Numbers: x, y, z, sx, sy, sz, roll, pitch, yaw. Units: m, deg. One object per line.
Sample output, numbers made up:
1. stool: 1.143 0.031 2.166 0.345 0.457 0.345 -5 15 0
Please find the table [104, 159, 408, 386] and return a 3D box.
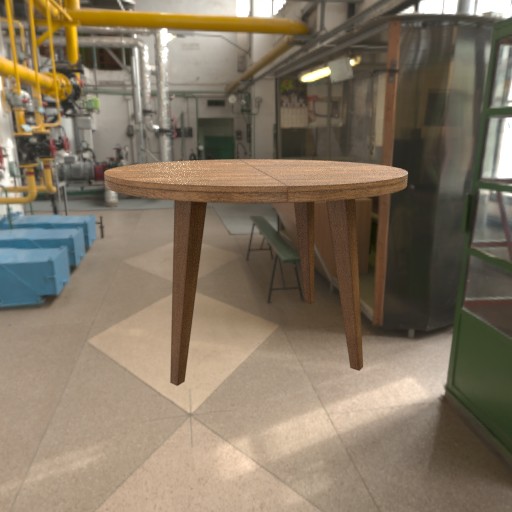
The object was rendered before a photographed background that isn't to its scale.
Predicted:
1. table: 0.000 0.000 1.968 1.213 0.764 1.213 0 16 0
